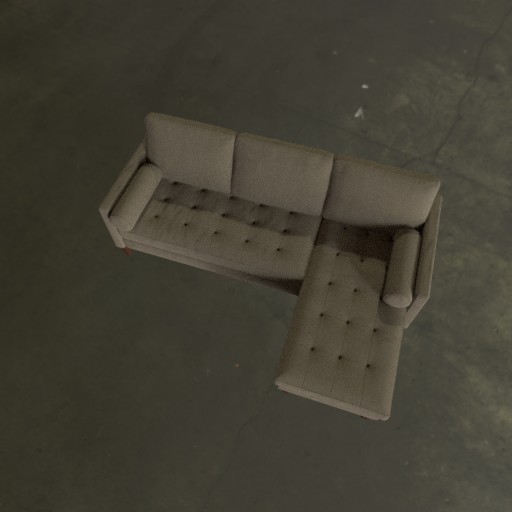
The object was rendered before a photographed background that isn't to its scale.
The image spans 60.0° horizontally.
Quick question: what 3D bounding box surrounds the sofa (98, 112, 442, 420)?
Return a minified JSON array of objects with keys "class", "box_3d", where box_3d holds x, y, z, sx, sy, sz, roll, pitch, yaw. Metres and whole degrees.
[{"class":"sofa","box_3d":[0.000,0.000,2.934,2.178,0.875,1.506,15,59,9]}]
